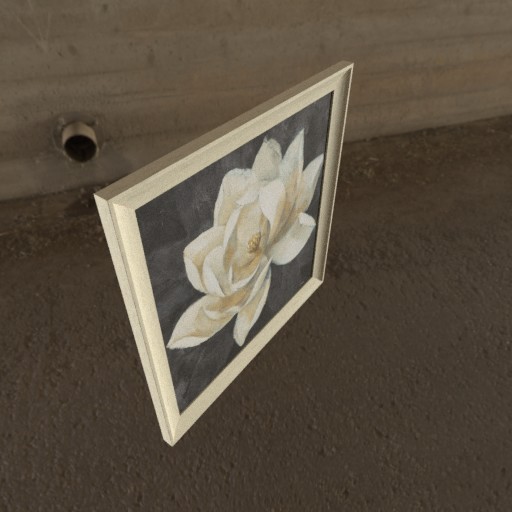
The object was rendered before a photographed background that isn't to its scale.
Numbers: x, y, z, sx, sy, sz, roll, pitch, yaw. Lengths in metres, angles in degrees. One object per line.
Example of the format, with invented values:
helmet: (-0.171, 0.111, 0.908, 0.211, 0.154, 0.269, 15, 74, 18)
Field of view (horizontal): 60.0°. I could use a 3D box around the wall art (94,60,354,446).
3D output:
wall art: (0.000, 0.000, 1.509, 0.045, 1.016, 1.016, 26, 48, 27)
